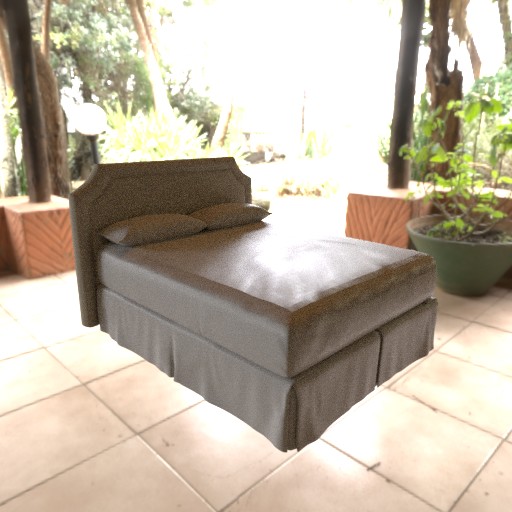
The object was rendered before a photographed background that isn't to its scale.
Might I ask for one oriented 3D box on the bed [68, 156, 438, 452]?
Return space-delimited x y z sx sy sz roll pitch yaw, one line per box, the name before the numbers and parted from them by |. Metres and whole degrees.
bed | 0.000 0.000 3.266 1.828 1.297 2.164 -15 22 -43
